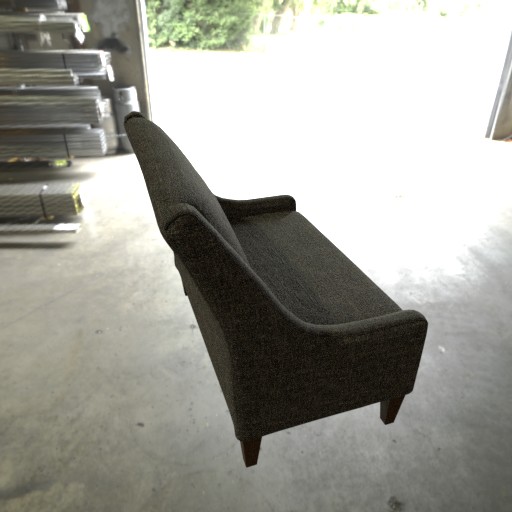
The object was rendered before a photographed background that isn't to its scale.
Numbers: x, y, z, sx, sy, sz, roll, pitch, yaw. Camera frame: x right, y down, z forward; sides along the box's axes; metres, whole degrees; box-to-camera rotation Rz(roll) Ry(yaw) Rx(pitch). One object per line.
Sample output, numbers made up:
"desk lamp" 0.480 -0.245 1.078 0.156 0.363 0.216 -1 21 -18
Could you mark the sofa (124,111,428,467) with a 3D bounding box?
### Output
"sofa" 0.000 0.000 1.872 0.870 1.021 1.242 -10 31 -16
